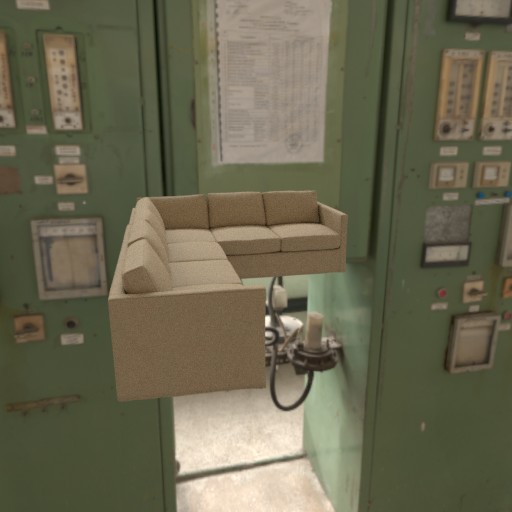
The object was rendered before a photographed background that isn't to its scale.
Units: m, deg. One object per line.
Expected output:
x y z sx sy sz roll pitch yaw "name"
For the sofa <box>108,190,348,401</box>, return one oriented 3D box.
0.000 0.000 4.294 2.432 0.871 3.182 -4 16 -12 "sofa"
